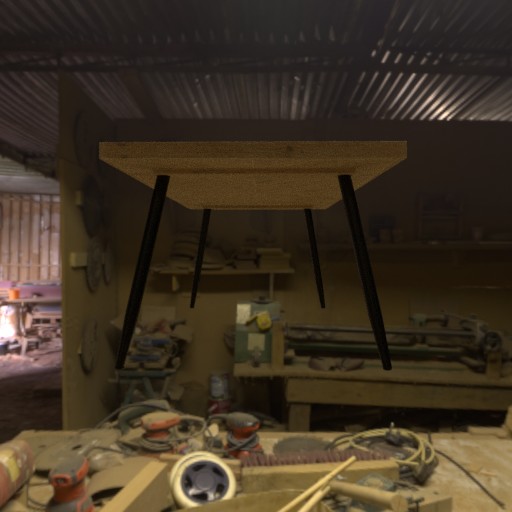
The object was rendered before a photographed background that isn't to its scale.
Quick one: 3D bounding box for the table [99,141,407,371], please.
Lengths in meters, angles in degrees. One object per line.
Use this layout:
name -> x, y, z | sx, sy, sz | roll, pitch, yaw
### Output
table -> 0.000, 0.000, 2.333 | 0.991, 0.762, 1.803 | 0, 1, 1
